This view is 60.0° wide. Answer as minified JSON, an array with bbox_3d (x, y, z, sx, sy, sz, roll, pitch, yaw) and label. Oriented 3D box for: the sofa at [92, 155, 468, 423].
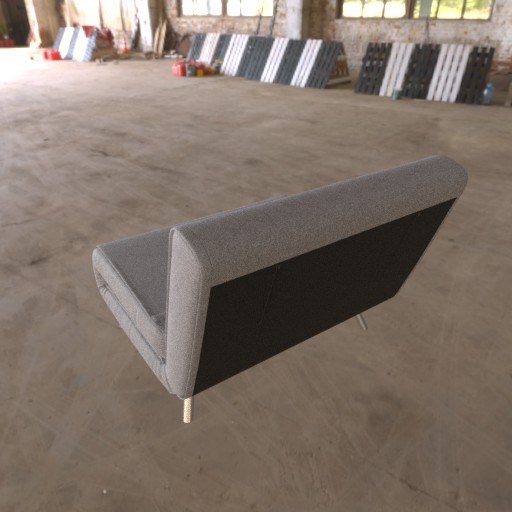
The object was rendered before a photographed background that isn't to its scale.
[{"bbox_3d":[0.000,0.000,1.719,1.020,0.825,1.000,-19,35,-30],"label":"sofa"}]
